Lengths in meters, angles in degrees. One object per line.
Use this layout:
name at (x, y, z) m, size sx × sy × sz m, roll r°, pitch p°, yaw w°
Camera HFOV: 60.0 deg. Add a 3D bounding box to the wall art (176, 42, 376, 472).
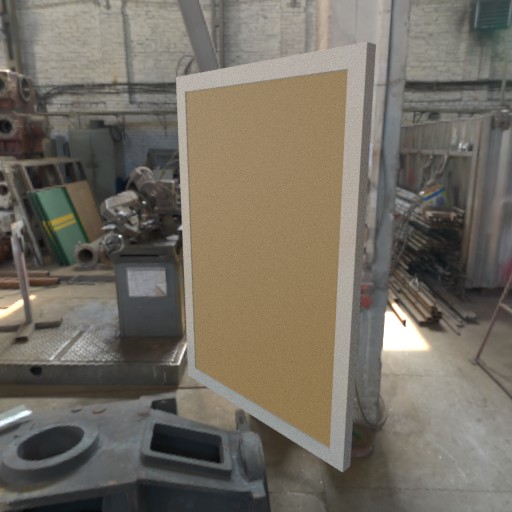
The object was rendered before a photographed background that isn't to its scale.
wall art at (0.000, 0.000, 1.419) m, size 0.038 × 1.143 × 0.764 m, roll -13°, pitch 19°, yaw -42°
